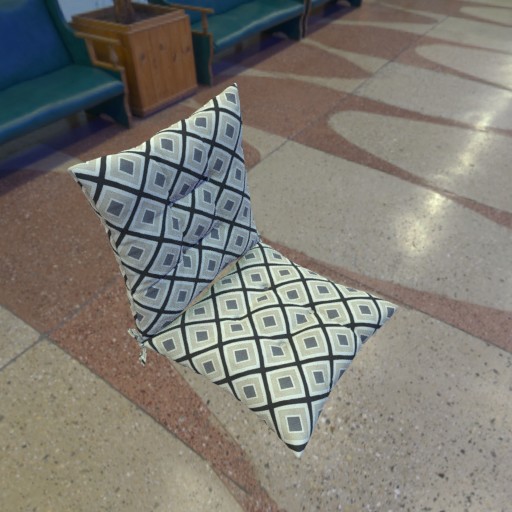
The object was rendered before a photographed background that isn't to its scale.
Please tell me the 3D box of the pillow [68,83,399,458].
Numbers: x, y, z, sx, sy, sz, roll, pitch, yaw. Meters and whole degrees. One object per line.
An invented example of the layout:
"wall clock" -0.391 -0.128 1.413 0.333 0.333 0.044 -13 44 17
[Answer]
"pillow" 0.000 0.000 1.025 0.585 0.536 0.541 26 48 26
